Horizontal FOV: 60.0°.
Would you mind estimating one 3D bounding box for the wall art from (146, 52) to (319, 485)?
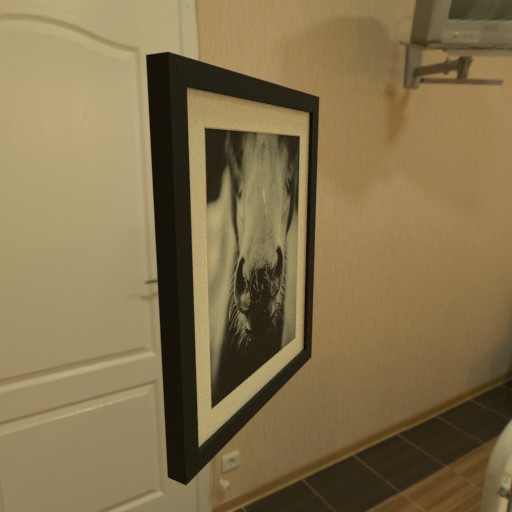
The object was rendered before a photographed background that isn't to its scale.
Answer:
[{"bbox_3d":[0.000,0.000,0.754,0.033,0.559,0.457,7,15,28],"label":"wall art"}]
